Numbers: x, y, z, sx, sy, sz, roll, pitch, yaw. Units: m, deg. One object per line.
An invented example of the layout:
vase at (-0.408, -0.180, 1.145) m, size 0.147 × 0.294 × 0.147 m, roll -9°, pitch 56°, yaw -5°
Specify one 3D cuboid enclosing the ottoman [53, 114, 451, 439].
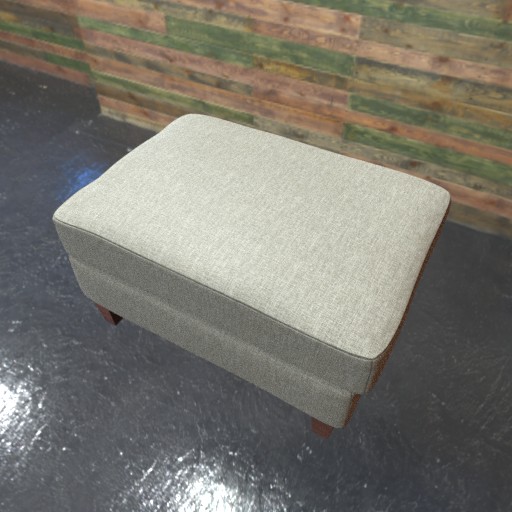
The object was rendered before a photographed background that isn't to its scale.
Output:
ottoman at (0.000, 0.000, 1.271) m, size 0.873 × 0.494 × 0.639 m, roll 22°, pitch 50°, yaw 20°
